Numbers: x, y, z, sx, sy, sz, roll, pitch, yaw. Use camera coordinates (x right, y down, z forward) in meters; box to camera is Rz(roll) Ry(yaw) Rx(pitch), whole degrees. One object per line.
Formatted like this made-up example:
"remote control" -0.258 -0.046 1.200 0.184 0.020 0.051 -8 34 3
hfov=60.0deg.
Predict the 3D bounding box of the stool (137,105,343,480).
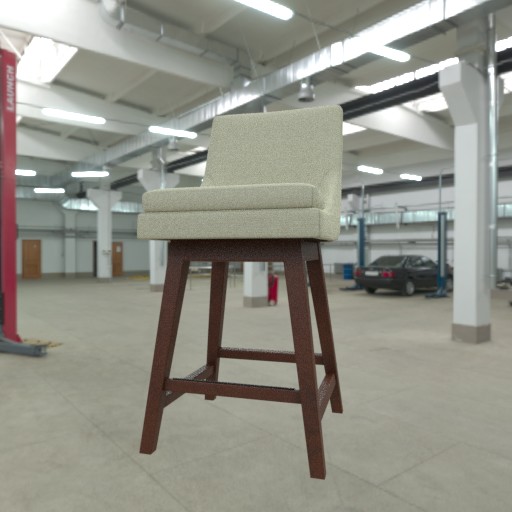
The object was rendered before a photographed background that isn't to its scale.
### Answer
"stool" 0.000 0.000 1.293 0.469 0.991 0.559 0 1 16
